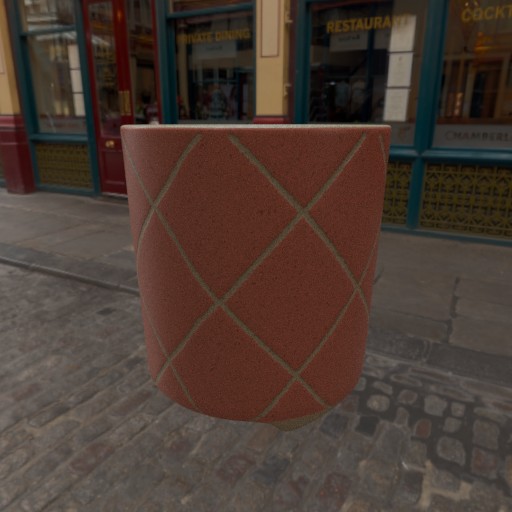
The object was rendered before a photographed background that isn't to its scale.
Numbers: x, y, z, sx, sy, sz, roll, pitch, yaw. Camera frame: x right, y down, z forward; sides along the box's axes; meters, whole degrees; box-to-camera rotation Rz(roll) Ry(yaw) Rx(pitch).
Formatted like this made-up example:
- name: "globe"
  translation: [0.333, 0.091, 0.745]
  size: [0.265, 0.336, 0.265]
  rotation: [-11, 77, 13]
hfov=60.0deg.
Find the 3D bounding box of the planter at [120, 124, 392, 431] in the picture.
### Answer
- name: "planter"
  translation: [0.000, 0.000, 0.352]
  size: [0.191, 0.200, 0.191]
  rotation: [0, 17, 0]
